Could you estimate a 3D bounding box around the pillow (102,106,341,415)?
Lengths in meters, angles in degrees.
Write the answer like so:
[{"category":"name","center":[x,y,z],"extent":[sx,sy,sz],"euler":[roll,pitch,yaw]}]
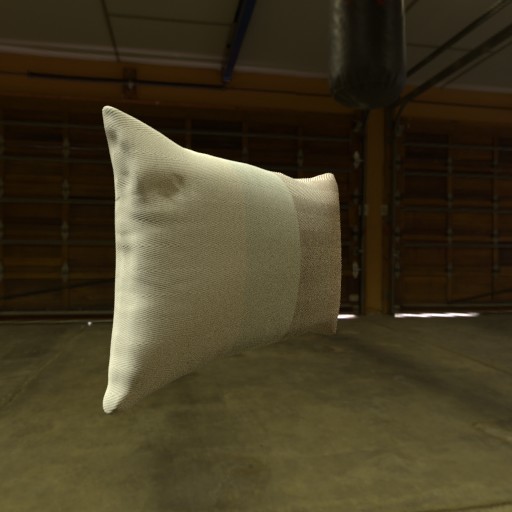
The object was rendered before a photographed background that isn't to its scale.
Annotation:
[{"category":"pillow","center":[0.000,0.000,0.633],"extent":[0.139,0.305,0.506],"euler":[0,1,35]}]
